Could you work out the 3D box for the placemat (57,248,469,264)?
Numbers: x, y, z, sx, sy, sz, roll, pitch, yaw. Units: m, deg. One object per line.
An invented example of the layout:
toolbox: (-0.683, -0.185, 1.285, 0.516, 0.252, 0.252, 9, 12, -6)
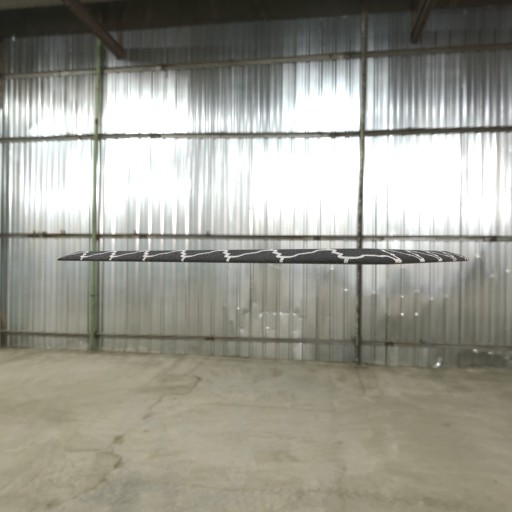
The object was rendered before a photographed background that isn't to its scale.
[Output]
placemat: (0.000, 0.000, 0.959, 0.762, 0.021, 0.508, 0, 0, 37)
